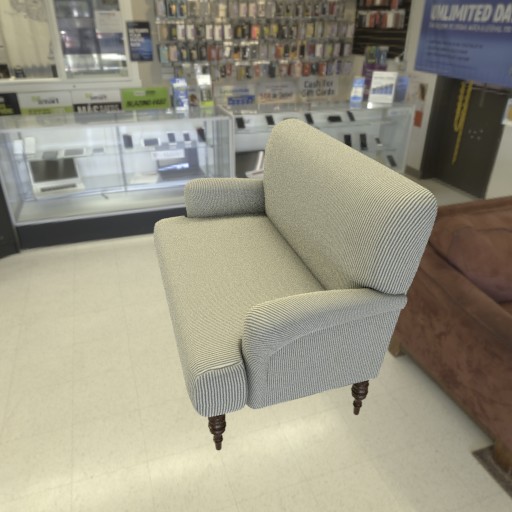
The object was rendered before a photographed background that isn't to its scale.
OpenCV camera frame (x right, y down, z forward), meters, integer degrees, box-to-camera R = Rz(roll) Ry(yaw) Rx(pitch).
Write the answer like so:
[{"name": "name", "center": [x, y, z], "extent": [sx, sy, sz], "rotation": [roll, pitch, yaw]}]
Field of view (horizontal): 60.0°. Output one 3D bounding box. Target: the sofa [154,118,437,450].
[{"name": "sofa", "center": [0.000, 0.000, 1.879], "extent": [0.779, 0.889, 1.297], "rotation": [-8, 30, -15]}]
